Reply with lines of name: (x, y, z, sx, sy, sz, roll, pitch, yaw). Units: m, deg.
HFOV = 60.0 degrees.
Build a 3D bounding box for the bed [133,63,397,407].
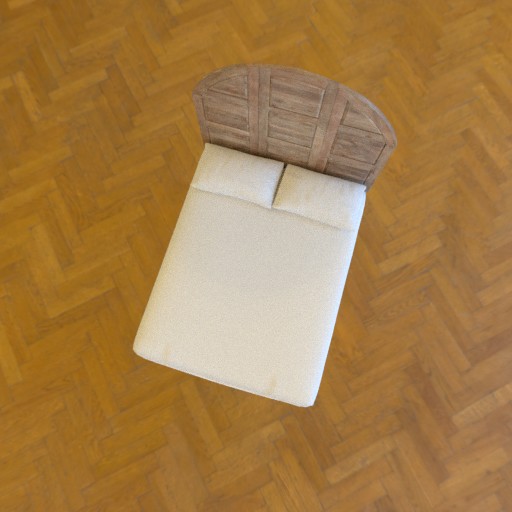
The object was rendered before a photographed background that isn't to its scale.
bed: (0.000, 0.000, 3.580, 1.713, 2.002, 2.112, 16, 76, 4)
